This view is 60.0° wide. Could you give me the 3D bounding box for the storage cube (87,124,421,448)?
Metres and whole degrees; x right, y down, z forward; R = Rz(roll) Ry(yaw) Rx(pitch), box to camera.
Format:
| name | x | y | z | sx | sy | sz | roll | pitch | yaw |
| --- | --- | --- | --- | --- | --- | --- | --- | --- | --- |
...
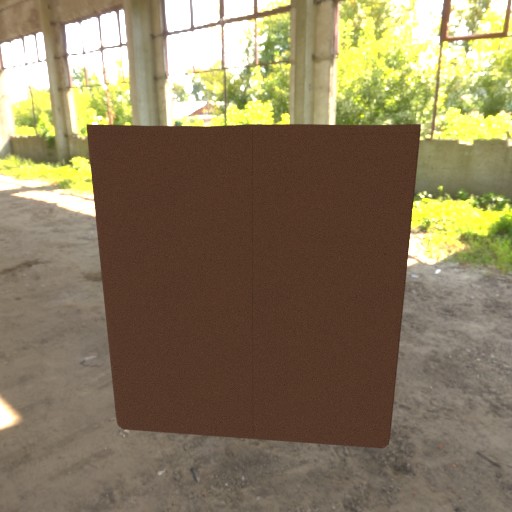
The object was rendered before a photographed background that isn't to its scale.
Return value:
| name | x | y | z | sx | sy | sz | roll | pitch | yaw |
| --- | --- | --- | --- | --- | --- | --- | --- | --- | --- |
| storage cube | 0.000 | 0.000 | 0.494 | 0.270 | 0.280 | 0.270 | 2 | 16 | 6 |
